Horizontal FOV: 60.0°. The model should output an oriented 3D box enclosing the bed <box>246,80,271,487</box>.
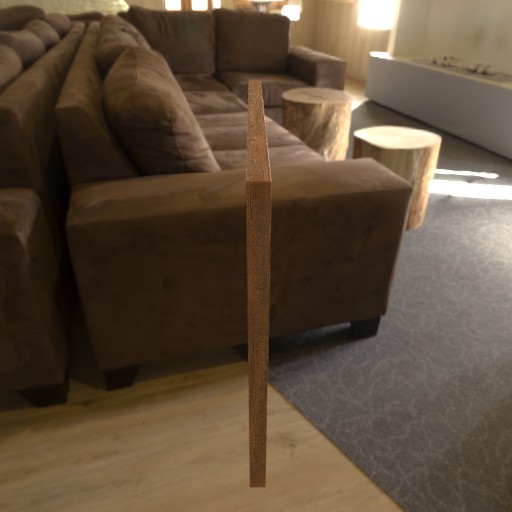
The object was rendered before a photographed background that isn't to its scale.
[{"bbox_3d":[0.000,0.000,1.492,0.046,0.942,1.046,0,31,0],"label":"bed"}]
